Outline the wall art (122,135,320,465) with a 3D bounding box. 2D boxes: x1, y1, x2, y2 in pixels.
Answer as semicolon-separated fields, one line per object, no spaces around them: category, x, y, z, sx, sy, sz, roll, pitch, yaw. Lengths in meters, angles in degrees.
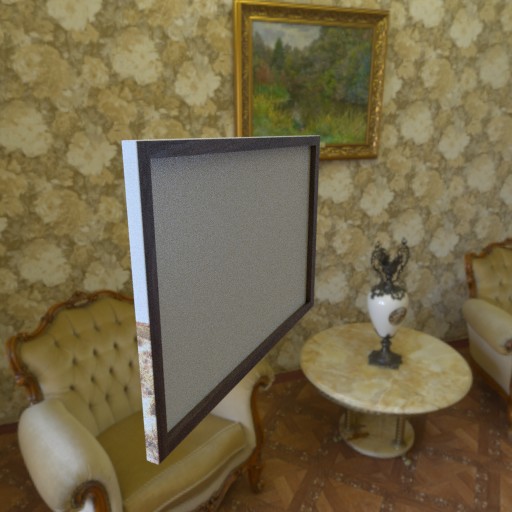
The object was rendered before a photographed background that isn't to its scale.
wall art;0.000;0.000;1.962;0.051;1.016;1.520;8;17;25
